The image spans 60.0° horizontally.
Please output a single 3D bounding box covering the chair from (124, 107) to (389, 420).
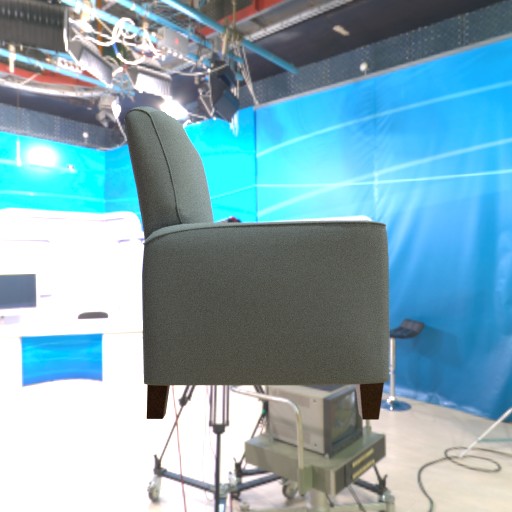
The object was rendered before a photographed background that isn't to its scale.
[{"bbox_3d":[0.000,0.000,1.741,0.846,1.007,0.853,0,0,0],"label":"chair"}]
